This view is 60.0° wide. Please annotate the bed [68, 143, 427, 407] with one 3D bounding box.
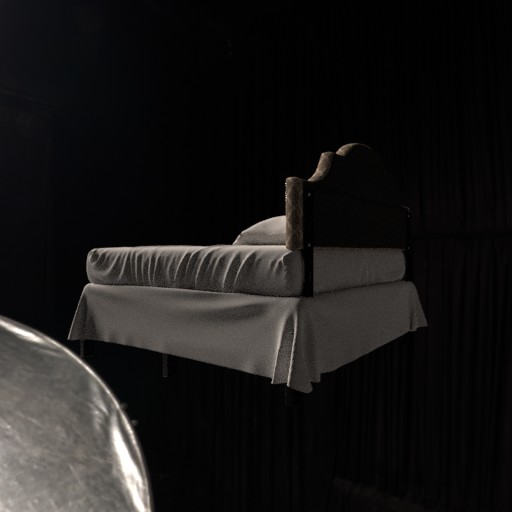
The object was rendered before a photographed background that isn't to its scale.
[{"bbox_3d":[0.000,0.000,3.756,2.222,1.601,2.314,0,0,36],"label":"bed"}]
